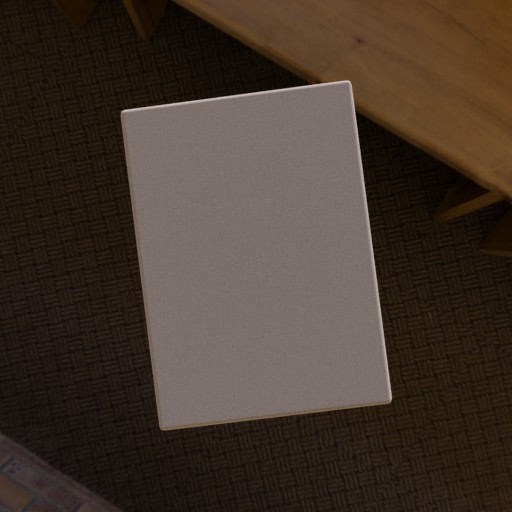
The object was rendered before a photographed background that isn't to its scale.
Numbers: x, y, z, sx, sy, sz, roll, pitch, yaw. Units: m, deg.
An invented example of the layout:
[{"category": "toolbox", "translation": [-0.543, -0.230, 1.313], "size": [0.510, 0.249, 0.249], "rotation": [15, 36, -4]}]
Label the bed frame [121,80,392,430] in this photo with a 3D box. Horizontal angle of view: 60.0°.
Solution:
[{"category": "bed frame", "translation": [0.000, 0.000, 3.877], "size": [2.205, 0.680, 2.842], "rotation": [0, 90, 1]}]
